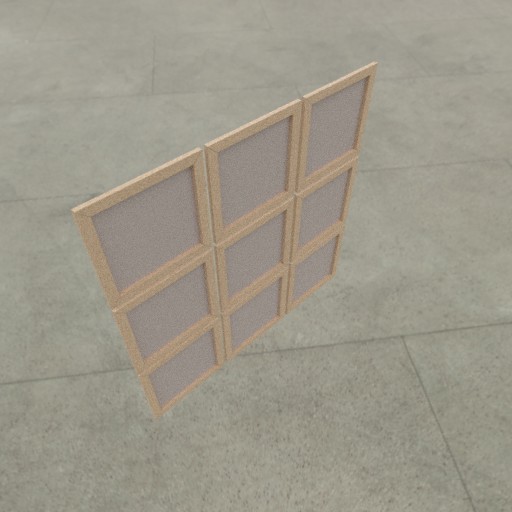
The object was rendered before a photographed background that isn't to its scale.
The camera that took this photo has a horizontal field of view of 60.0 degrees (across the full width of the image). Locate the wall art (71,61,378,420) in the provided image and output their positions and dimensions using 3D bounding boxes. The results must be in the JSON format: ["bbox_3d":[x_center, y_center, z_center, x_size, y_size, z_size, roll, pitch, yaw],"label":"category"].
[{"bbox_3d":[0.000,0.000,1.352,0.917,0.910,0.012,-34,56,-28],"label":"wall art"}]
